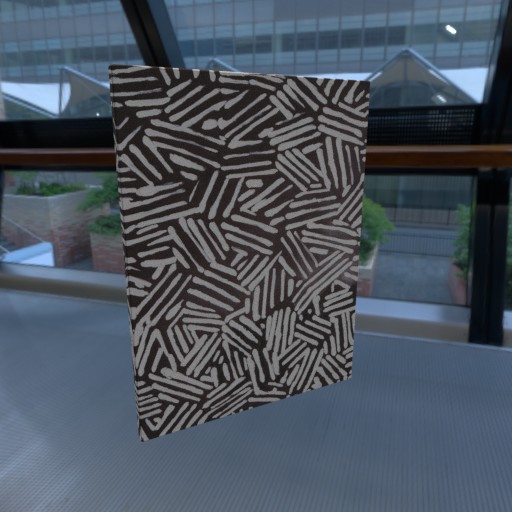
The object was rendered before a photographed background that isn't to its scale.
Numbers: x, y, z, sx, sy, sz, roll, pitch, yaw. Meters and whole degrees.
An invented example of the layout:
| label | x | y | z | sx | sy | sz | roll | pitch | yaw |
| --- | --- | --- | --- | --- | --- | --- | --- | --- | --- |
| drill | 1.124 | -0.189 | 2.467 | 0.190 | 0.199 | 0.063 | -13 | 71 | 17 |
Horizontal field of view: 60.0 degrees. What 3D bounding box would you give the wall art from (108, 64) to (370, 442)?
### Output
| label | x | y | z | sx | sy | sz | roll | pitch | yaw |
| --- | --- | --- | --- | --- | --- | --- | --- | --- | --- |
| wall art | 0.000 | 0.000 | 1.332 | 0.765 | 1.017 | 0.038 | -8 | 17 | -26 |
